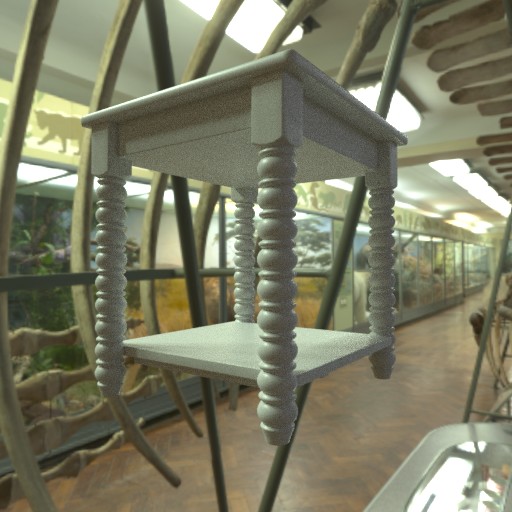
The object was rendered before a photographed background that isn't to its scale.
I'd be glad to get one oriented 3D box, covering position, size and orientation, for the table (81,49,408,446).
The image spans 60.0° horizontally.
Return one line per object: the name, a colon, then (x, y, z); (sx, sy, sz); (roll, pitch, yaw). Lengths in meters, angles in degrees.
table: (0.000, 0.000, 0.964); (0.500, 0.563, 0.533); (-1, -1, 35)
